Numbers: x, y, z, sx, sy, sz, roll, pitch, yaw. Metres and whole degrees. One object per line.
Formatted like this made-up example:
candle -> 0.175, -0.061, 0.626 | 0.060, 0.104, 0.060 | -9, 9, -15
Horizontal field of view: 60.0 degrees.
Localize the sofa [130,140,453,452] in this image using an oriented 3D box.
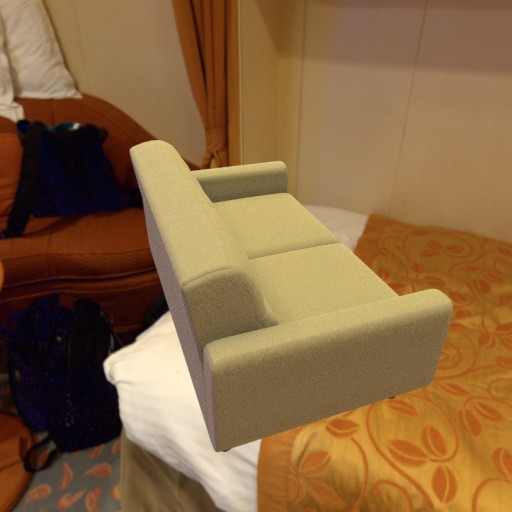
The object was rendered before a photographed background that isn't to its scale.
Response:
sofa -> 0.000, 0.000, 2.217 | 0.980, 0.892, 1.655 | -11, 33, -17
